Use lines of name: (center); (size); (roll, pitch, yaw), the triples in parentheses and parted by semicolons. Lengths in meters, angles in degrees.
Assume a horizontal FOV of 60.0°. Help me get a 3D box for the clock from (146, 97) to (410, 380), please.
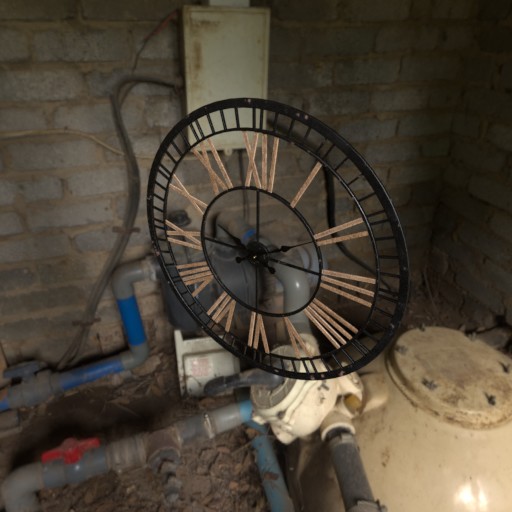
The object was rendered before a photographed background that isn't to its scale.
clock: (0.000, 0.000, 1.244); (0.843, 0.843, 0.025); (17, 34, 28)
